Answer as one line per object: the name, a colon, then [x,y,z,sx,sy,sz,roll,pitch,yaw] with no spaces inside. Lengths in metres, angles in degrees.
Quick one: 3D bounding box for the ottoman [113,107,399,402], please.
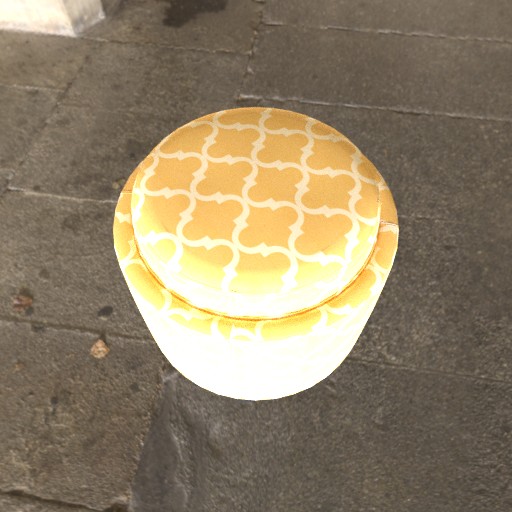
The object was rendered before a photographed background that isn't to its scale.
ottoman: [0.000,0.000,0.861,0.480,0.429,0.480,0,57,0]
